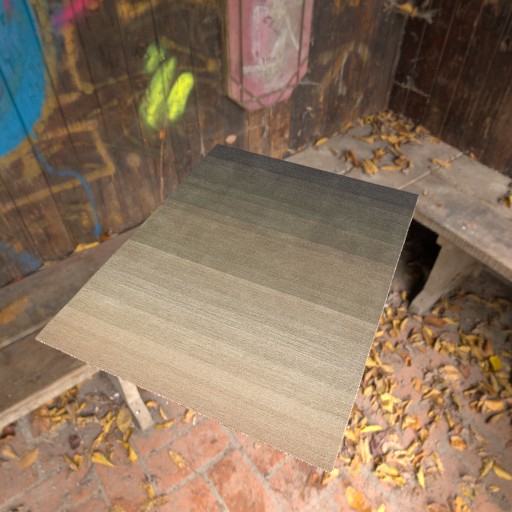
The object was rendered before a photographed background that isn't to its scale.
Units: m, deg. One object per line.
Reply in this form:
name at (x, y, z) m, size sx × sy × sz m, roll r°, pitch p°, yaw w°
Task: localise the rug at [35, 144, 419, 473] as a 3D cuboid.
rug at (0.000, 0.000, 3.903) m, size 2.315 × 0.015 × 2.932 m, roll 18°, pitch 49°, yaw 17°
